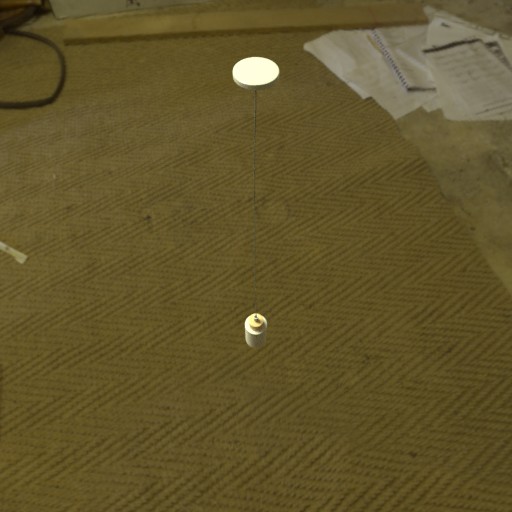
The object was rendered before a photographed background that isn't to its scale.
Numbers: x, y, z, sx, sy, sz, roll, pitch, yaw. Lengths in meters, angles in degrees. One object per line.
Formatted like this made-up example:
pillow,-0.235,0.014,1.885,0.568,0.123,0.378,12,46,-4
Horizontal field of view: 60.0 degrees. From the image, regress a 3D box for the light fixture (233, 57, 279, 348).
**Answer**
light fixture,0.000,0.000,1.936,0.125,1.798,0.125,-31,62,-19
